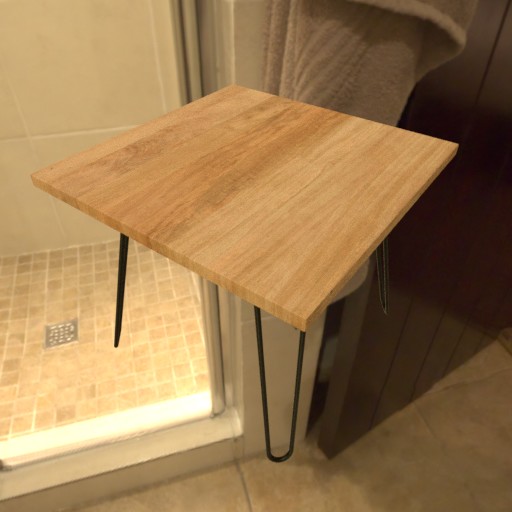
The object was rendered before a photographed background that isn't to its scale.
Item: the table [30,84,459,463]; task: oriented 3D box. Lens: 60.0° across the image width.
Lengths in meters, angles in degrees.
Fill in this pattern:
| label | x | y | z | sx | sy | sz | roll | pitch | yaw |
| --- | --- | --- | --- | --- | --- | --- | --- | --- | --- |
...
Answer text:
| label | x | y | z | sx | sy | sz | roll | pitch | yaw |
| --- | --- | --- | --- | --- | --- | --- | --- | --- | --- |
| table | 0.000 | 0.000 | 1.026 | 0.599 | 0.500 | 0.599 | 26 | 46 | 27 |
